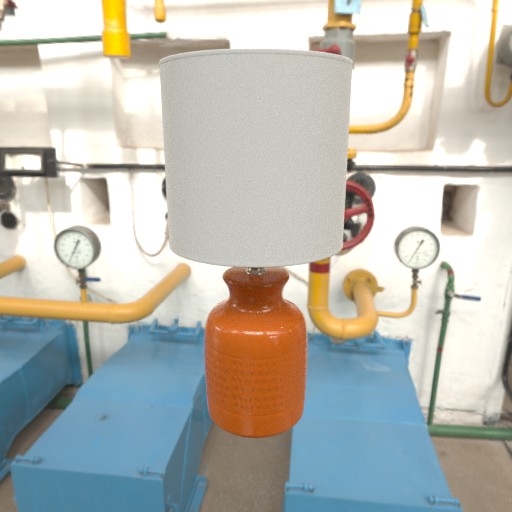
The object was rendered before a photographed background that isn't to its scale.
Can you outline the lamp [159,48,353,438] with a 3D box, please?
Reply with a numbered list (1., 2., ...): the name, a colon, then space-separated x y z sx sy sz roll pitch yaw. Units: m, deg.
1. lamp: 0.000 0.000 1.092 0.418 0.871 0.418 2 16 8
